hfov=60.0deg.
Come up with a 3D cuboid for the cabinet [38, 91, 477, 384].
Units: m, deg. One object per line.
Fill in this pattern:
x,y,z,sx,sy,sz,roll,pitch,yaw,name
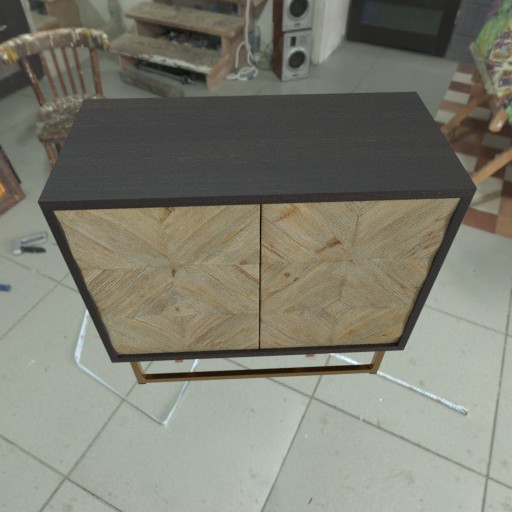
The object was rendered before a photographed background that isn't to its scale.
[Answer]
0.000,0.000,1.423,0.950,0.860,0.451,-2,47,-2,cabinet
